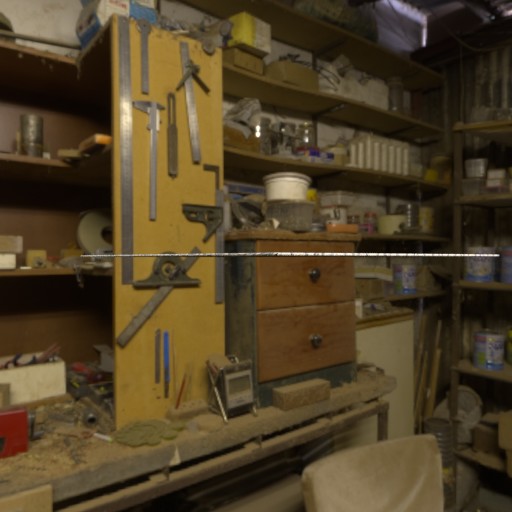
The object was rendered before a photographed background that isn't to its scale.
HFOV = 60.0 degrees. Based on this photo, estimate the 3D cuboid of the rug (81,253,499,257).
[{"bbox_3d":[0.000,0.000,2.250,1.220,0.008,1.824,0,0,-37],"label":"rug"}]
